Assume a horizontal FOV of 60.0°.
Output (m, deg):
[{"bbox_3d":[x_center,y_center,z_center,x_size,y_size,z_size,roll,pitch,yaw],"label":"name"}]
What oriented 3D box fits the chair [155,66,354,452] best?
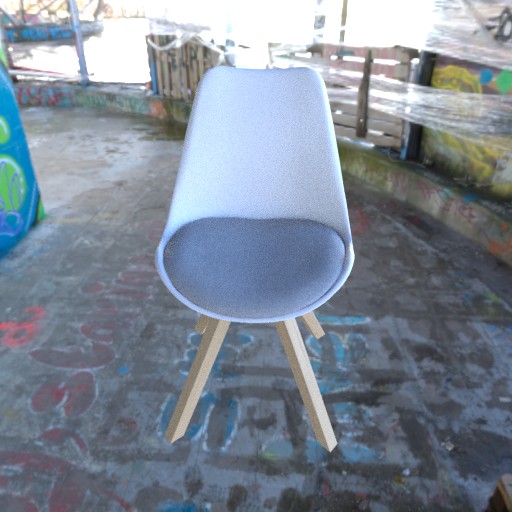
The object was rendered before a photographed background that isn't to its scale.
[{"bbox_3d":[0.000,0.000,1.155,0.485,0.850,0.550,2,31,3],"label":"chair"}]
